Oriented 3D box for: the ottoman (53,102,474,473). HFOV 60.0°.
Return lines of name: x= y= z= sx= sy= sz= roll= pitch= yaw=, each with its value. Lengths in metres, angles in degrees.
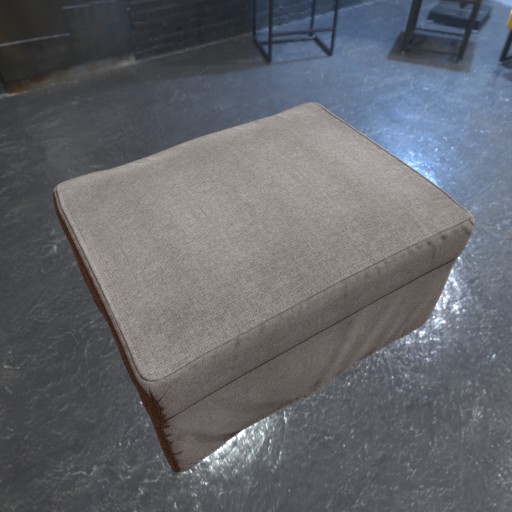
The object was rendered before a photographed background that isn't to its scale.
ottoman: x=0.000 y=0.000 z=1.191 sx=0.833 sy=0.492 sz=0.652 roll=-24 pitch=51 yaw=-21
